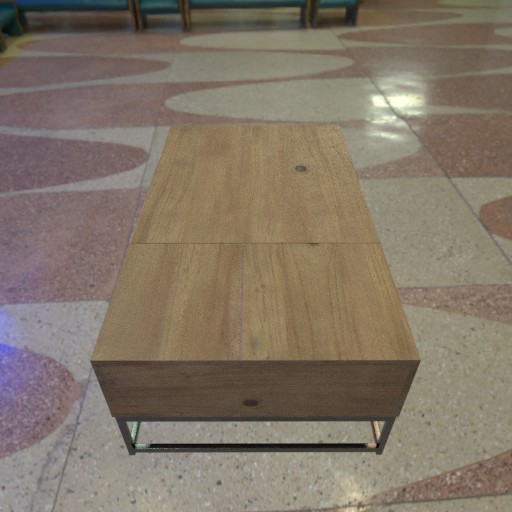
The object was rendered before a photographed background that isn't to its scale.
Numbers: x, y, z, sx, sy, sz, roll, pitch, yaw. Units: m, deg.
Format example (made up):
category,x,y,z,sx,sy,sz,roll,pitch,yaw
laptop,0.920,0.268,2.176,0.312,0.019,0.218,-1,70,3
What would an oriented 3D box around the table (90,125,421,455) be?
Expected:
category,x,y,z,sx,sy,sz,roll,pitch,yaw
table,0.000,0.000,1.416,0.655,0.395,1.101,0,40,0
